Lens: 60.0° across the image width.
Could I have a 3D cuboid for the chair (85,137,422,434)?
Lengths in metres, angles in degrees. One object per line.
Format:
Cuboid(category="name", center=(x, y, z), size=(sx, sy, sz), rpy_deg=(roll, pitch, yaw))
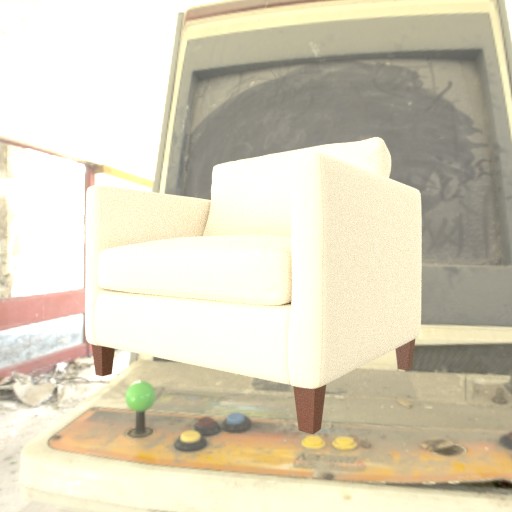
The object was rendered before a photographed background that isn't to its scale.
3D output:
Cuboid(category="chair", center=(0.000, 0.000, 1.694), size=(1.019, 0.885, 0.878), rpy_deg=(0, 0, 36))
